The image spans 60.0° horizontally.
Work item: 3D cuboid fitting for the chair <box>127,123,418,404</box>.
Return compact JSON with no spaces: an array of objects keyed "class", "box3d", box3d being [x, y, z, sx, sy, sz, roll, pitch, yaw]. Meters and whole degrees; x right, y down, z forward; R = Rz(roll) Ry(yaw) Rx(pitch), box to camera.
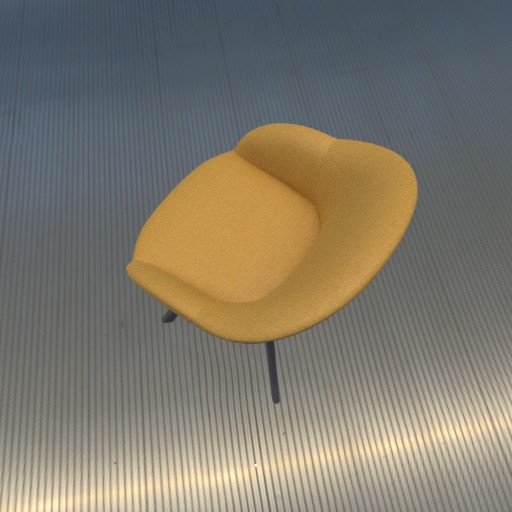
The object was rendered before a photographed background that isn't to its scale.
[{"class":"chair","box3d":[0.000,0.000,1.174,0.583,0.793,0.551,32,69,14]}]
